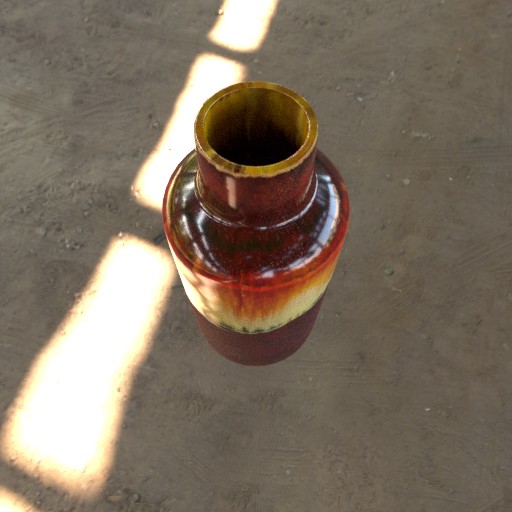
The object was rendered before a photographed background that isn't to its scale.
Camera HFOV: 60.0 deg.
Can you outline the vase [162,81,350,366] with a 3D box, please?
[{"bbox_3d":[0.000,0.000,0.318,0.111,0.261,0.111,0,62,0],"label":"vase"}]
